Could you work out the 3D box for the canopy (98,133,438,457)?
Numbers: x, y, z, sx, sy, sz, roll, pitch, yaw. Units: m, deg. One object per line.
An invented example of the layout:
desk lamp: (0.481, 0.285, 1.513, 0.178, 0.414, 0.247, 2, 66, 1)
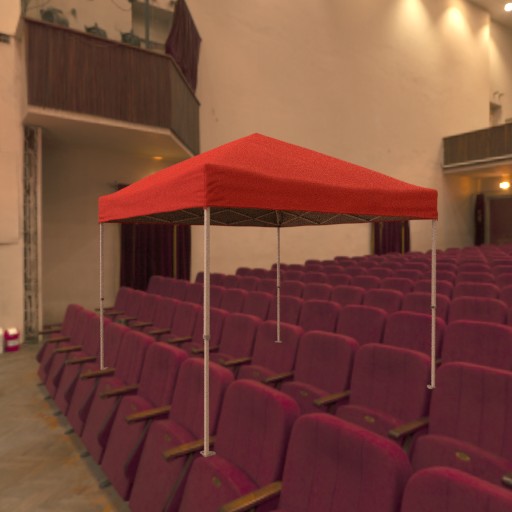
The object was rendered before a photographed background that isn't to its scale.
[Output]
canopy: (0.000, 0.000, 5.431, 2.996, 2.997, 2.998, -1, 2, -34)
